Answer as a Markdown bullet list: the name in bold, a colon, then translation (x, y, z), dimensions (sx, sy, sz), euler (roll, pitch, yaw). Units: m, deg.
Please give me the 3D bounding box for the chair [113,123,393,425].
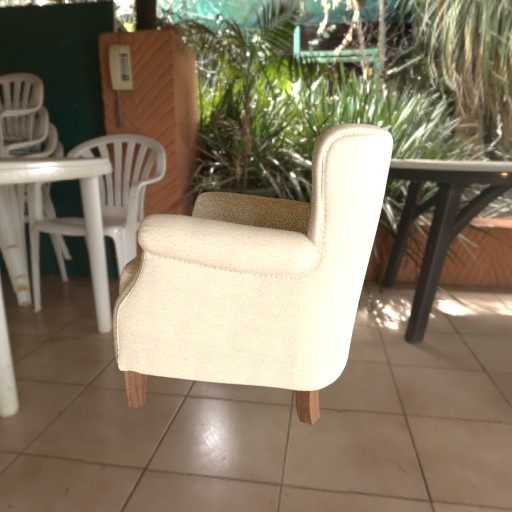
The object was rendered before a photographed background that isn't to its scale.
- **chair**: translation (0.000, 0.000, 1.679), dimensions (0.921, 0.936, 0.861), euler (2, 14, 7)
